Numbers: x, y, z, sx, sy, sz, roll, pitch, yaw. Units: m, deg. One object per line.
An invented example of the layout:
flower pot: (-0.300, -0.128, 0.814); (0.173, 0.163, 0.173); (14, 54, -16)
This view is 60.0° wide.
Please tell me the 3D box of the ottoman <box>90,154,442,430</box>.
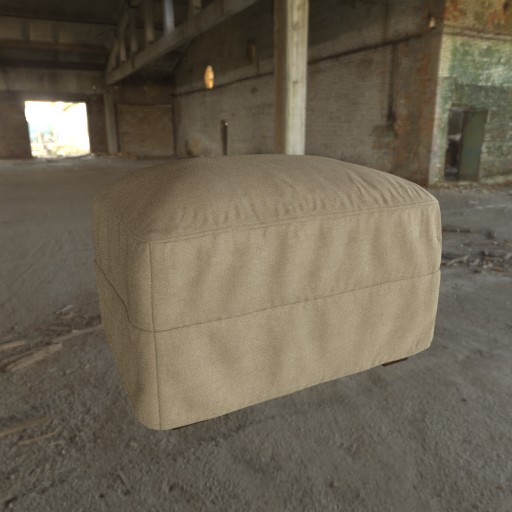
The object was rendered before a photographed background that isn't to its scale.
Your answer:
ottoman: (0.000, 0.000, 1.076); (0.712, 0.480, 0.584); (-8, 17, -26)
